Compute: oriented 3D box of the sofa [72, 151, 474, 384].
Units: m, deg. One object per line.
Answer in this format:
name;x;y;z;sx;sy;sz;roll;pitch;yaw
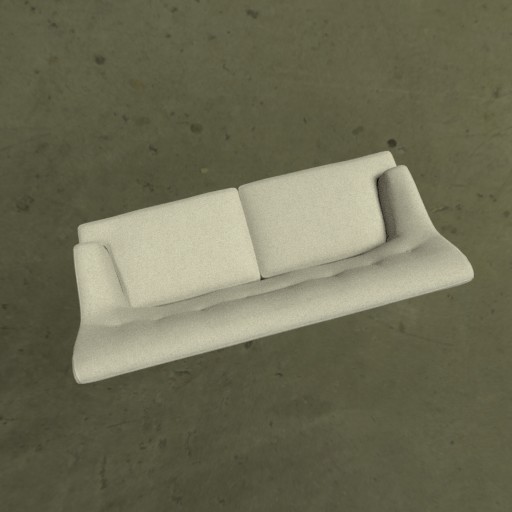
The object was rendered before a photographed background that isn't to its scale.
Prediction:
sofa;0.000;0.000;2.612;2.057;0.871;0.978;-14;76;-3
